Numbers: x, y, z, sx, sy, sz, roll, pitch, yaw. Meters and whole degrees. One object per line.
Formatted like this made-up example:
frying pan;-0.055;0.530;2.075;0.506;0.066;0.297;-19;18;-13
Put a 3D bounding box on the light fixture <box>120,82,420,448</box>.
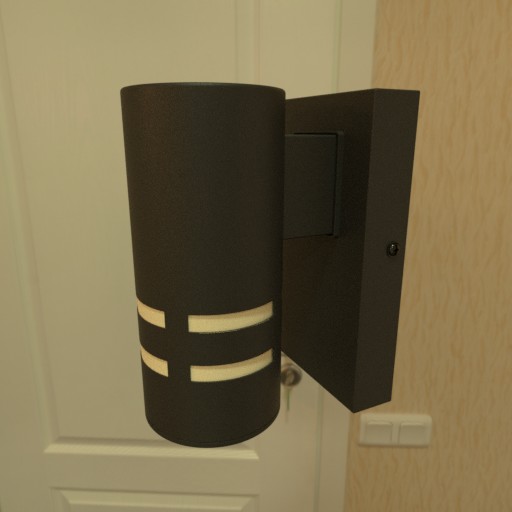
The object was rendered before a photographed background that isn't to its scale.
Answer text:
light fixture;0.000;0.000;0.257;0.138;0.179;0.098;-8;17;-25
